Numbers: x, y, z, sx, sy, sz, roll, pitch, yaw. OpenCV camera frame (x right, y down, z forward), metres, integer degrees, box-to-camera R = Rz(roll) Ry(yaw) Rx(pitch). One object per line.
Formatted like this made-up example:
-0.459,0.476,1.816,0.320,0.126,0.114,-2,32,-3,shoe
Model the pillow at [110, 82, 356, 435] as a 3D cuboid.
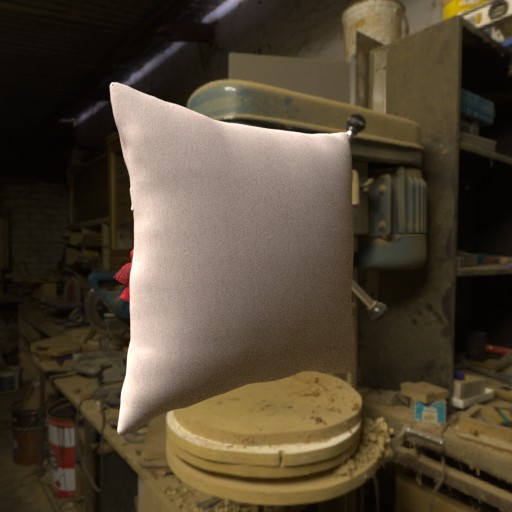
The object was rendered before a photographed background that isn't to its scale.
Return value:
0.000,0.000,0.673,0.433,0.436,0.173,-1,2,-37,pillow
